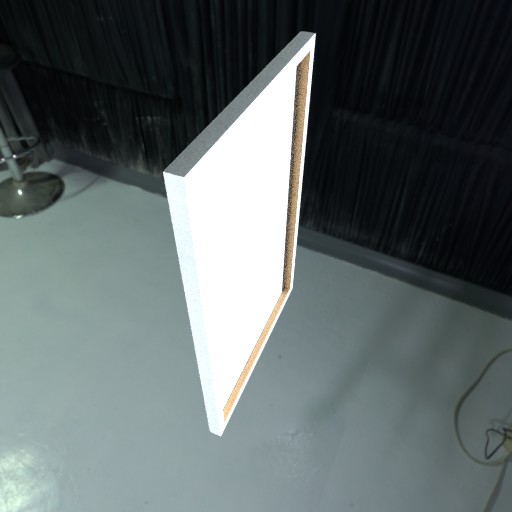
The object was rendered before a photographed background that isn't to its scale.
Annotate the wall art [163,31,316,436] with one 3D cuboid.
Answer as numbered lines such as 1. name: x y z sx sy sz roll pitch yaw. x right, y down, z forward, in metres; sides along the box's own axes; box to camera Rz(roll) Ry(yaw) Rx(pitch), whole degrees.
1. wall art: 0.000 0.000 1.158 0.038 0.912 0.607 17 48 16
